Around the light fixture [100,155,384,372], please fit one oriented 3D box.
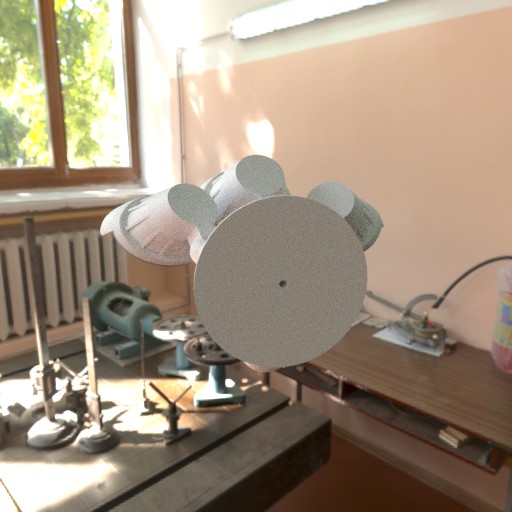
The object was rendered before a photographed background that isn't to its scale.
[{"bbox_3d":[0.000,0.000,0.533,0.369,0.237,0.278,-2,13,-10],"label":"light fixture"}]
